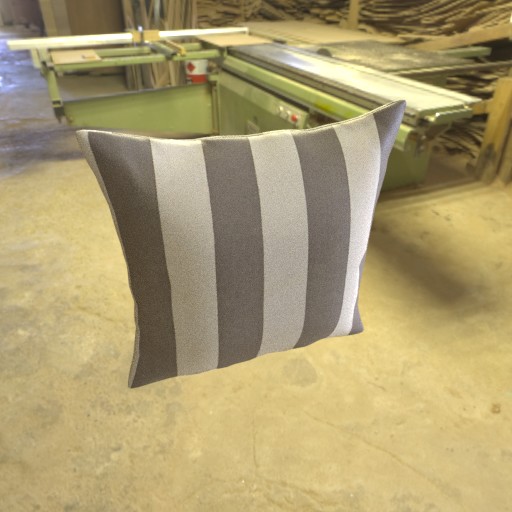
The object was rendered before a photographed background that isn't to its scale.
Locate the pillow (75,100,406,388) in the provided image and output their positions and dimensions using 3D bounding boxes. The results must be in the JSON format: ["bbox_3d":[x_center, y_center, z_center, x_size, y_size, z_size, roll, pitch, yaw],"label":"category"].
[{"bbox_3d":[0.000,0.000,0.798,0.522,0.507,0.192,-10,34,-16],"label":"pillow"}]
